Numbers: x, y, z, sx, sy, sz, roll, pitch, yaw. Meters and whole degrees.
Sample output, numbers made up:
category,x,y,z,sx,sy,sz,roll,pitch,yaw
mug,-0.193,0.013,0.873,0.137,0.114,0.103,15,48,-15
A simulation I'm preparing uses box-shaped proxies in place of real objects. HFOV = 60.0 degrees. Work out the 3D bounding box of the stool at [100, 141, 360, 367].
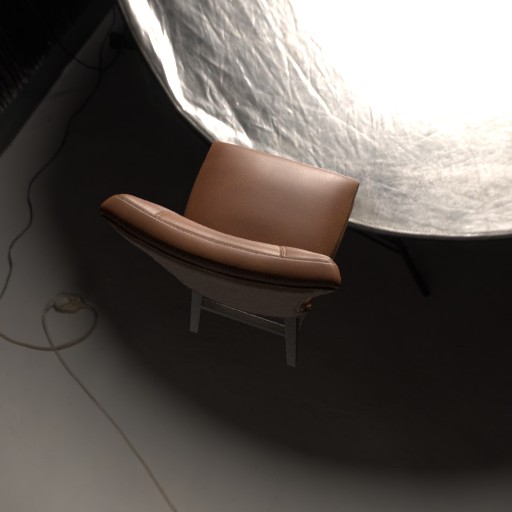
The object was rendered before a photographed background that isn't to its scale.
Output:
category,x,y,z,sx,sy,sz,roll,pitch,yaw
stool,0.000,0.000,1.447,0.522,1.094,0.585,18,66,8
